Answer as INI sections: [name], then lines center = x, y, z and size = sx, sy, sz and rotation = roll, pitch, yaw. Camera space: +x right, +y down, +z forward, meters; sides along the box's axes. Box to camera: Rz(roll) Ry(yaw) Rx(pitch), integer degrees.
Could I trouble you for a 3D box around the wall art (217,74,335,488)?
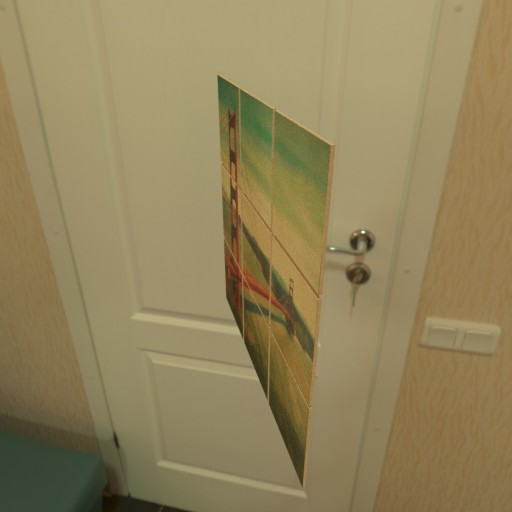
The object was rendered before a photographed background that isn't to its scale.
[wall art]
center = 0.000, 0.000, 2.208
size = 0.014, 1.507, 1.519
rotation = -8, 30, -14
